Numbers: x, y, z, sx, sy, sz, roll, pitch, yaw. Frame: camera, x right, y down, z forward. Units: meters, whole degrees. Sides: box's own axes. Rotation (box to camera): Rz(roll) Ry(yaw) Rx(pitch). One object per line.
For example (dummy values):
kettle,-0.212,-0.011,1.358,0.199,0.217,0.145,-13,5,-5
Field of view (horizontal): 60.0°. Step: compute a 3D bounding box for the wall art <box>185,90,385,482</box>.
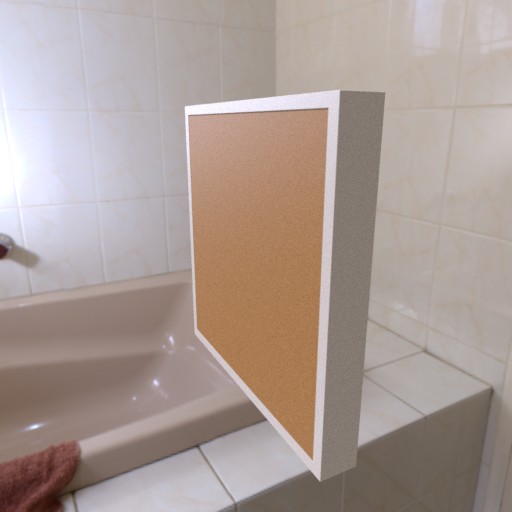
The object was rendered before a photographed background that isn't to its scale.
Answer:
wall art,0.000,0.000,0.461,0.038,0.305,0.305,-8,19,-26
